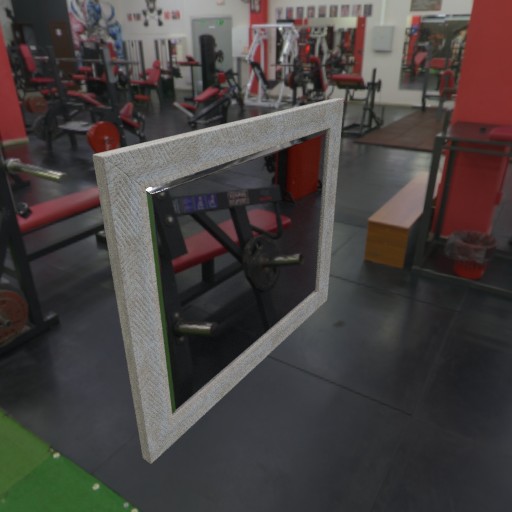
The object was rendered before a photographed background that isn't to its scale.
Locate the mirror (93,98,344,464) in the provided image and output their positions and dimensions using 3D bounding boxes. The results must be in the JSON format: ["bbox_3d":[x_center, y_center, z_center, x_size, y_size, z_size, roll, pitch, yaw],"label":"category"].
[{"bbox_3d":[0.000,0.000,1.142,0.028,0.689,0.839,18,32,31],"label":"mirror"}]
